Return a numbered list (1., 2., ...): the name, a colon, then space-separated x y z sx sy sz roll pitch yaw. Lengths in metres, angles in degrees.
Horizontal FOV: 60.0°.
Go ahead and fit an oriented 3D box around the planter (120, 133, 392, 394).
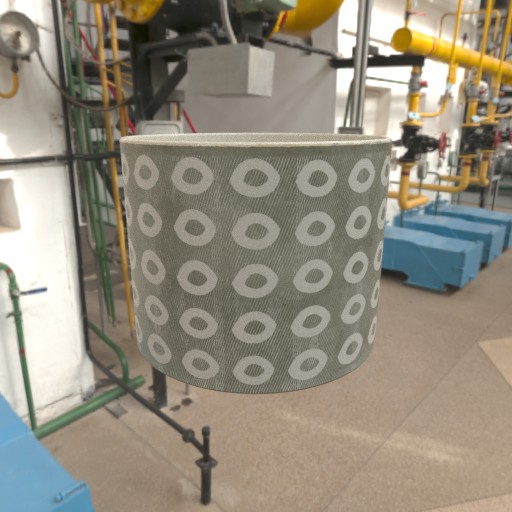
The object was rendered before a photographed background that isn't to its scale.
1. planter: 0.000 0.000 0.348 0.190 0.181 0.190 0 17 0
